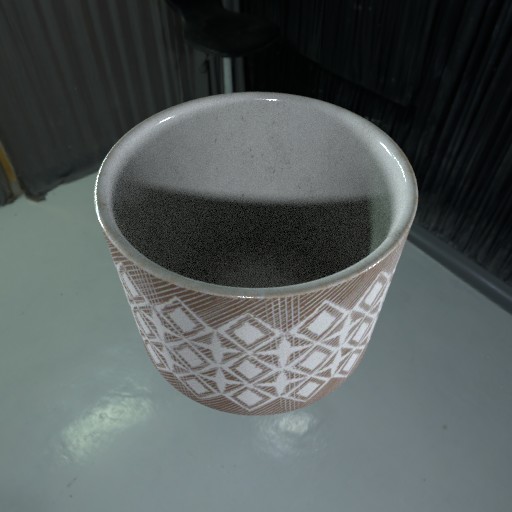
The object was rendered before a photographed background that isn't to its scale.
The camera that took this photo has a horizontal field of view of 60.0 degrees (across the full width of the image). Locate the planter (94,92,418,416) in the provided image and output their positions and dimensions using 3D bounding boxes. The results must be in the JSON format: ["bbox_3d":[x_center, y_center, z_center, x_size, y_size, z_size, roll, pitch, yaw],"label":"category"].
[{"bbox_3d":[0.000,0.000,0.216,0.126,0.104,0.126,0,48,0],"label":"planter"}]
